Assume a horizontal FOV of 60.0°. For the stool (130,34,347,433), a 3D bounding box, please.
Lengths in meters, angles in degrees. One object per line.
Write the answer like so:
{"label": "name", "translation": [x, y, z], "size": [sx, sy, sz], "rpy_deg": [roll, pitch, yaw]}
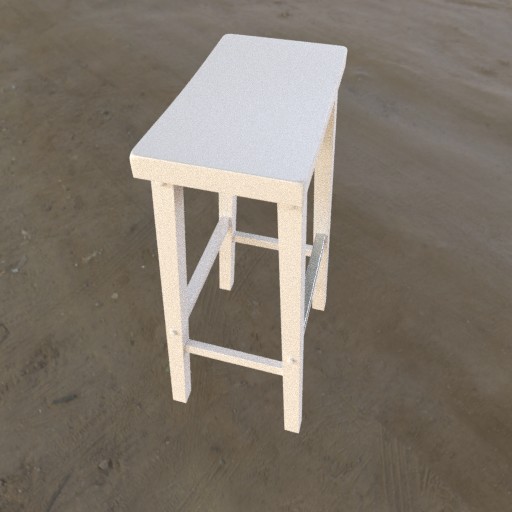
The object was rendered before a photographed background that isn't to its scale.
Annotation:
{"label": "stool", "translation": [0.000, 0.000, 0.950], "size": [0.322, 0.742, 0.406], "rpy_deg": [11, 48, 10]}
